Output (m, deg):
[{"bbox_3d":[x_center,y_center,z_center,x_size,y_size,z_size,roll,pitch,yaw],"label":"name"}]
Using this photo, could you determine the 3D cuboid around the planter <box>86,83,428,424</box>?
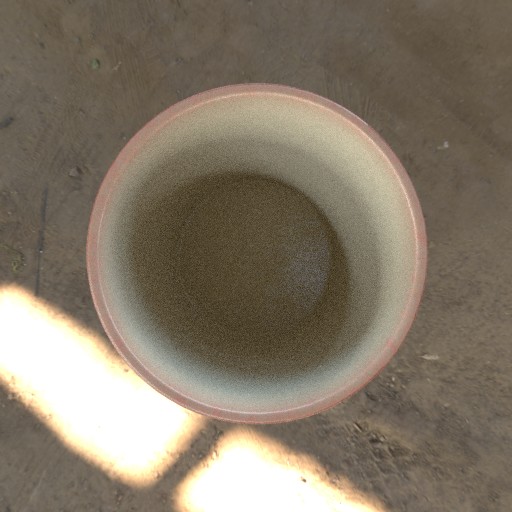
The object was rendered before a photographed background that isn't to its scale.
[{"bbox_3d":[0.000,0.000,0.470,0.273,0.237,0.273,0,88,-1],"label":"planter"}]
